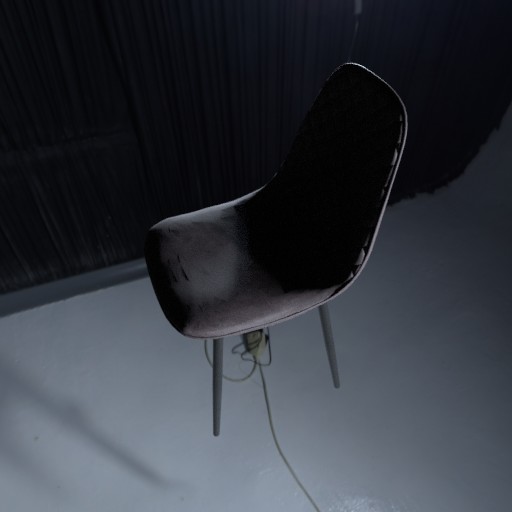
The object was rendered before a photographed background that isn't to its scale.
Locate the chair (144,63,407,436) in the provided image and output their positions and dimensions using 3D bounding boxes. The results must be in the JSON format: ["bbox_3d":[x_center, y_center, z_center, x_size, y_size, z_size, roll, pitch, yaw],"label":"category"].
[{"bbox_3d":[0.000,0.000,1.183,0.561,0.889,0.472,-16,48,-15],"label":"chair"}]
